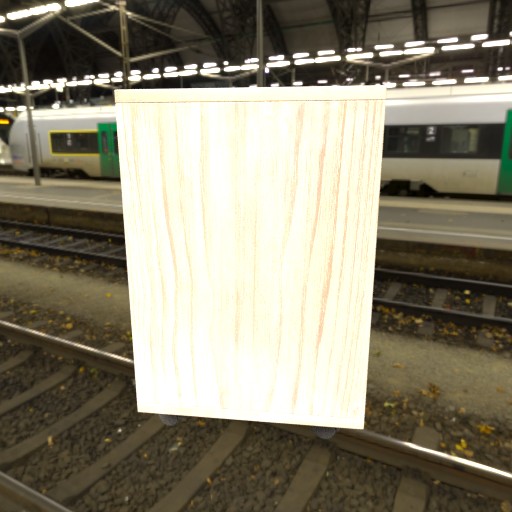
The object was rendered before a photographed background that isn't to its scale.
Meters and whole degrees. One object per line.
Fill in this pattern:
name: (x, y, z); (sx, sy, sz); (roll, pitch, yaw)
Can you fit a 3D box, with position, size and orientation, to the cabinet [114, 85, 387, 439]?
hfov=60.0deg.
cabinet: (0.000, 0.000, 0.877); (0.401, 0.579, 0.409); (2, 14, 7)
